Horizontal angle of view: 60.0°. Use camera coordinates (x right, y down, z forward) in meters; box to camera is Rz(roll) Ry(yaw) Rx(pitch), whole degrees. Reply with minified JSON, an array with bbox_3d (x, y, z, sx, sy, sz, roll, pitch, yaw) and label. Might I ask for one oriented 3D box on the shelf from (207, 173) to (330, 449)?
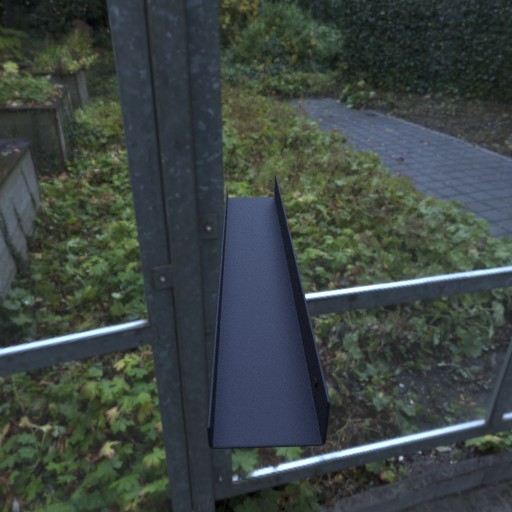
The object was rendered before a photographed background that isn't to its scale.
[{"bbox_3d":[0.000,0.000,0.636,0.102,0.053,0.605,-1,28,-2],"label":"shelf"}]
